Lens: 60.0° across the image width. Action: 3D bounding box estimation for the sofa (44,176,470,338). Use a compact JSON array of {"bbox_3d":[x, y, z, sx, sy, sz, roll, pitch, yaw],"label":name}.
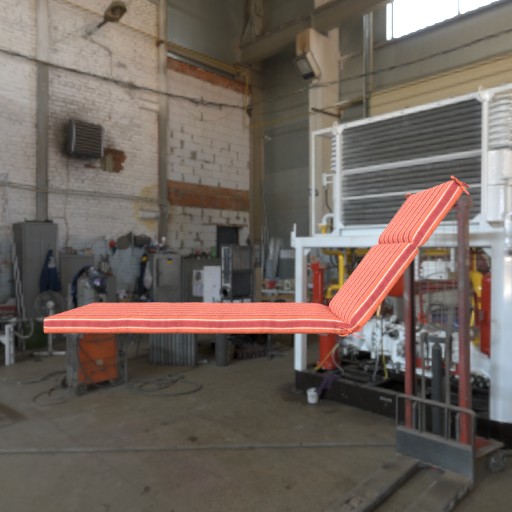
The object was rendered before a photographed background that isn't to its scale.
[{"bbox_3d":[0.000,0.000,1.968,1.663,0.622,0.582,0,1,1],"label":"sofa"}]
